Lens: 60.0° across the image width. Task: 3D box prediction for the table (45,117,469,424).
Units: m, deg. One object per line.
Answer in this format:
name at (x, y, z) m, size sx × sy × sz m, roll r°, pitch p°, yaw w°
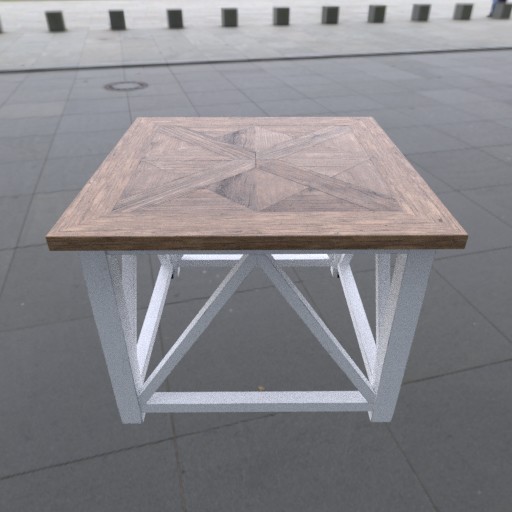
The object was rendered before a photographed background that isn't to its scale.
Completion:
table at (0.000, 0.000, 1.169) m, size 0.700 × 0.532 × 0.700 m, roll 0°, pitch 33°, yaw 0°
